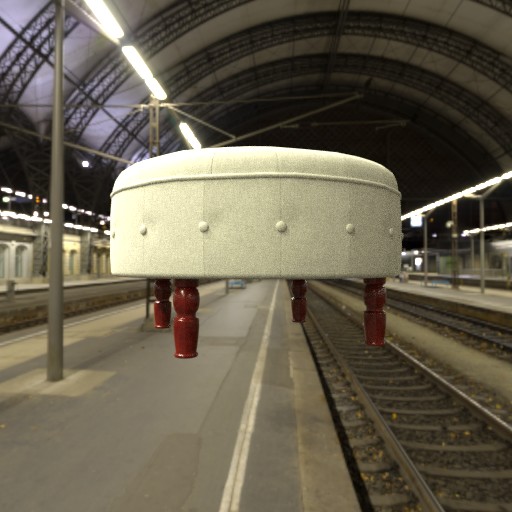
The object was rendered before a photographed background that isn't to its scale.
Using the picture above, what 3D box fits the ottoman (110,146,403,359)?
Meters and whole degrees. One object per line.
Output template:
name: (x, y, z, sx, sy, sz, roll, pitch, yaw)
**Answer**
ottoman: (0.000, 0.000, 1.357, 0.850, 0.483, 0.850, 0, -1, 0)
